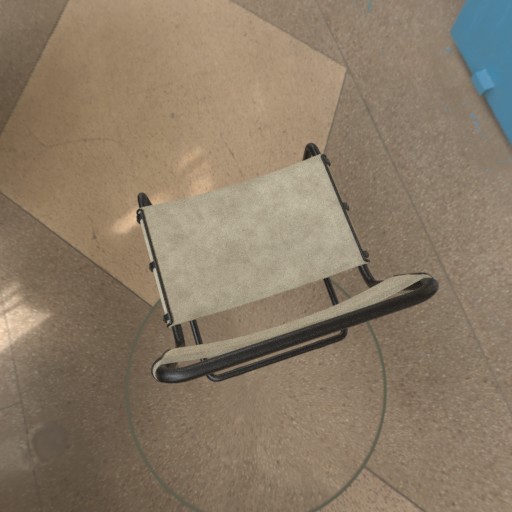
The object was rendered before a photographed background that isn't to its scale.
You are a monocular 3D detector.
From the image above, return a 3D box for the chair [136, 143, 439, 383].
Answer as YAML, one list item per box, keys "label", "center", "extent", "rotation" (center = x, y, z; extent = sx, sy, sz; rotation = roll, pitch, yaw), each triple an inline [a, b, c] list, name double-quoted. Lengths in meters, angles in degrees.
- label: "chair"
  center: [0.000, 0.000, 1.082]
  extent: [0.499, 0.747, 0.497]
  rotation: [-17, 75, -5]
